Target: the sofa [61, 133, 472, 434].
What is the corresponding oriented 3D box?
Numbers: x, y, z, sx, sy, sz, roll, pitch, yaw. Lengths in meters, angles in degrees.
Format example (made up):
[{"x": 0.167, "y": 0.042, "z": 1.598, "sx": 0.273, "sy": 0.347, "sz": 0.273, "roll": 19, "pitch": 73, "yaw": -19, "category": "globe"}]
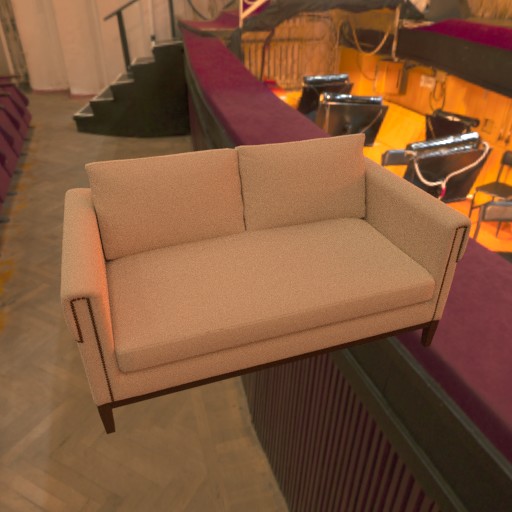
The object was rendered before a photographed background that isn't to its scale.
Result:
[{"x": 0.000, "y": 0.000, "z": 2.050, "sx": 1.598, "sy": 0.873, "sz": 0.905, "roll": -10, "pitch": 33, "yaw": -16, "category": "sofa"}]
